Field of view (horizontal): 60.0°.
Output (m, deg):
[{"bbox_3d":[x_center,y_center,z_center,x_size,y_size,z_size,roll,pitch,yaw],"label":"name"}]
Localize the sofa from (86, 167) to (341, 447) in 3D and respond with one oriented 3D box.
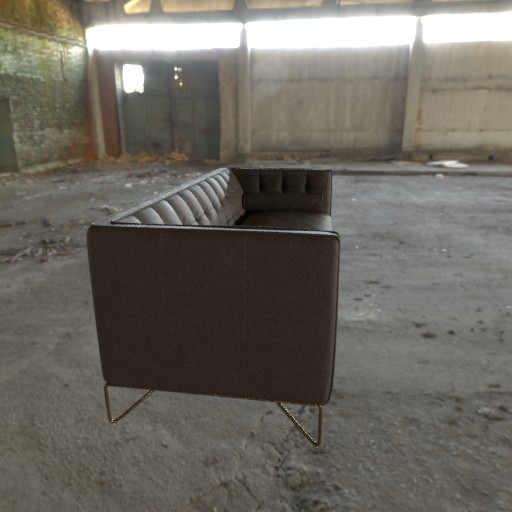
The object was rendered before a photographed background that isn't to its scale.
[{"bbox_3d":[0.000,0.000,2.490,0.867,0.789,2.087,3,17,8],"label":"sofa"}]
